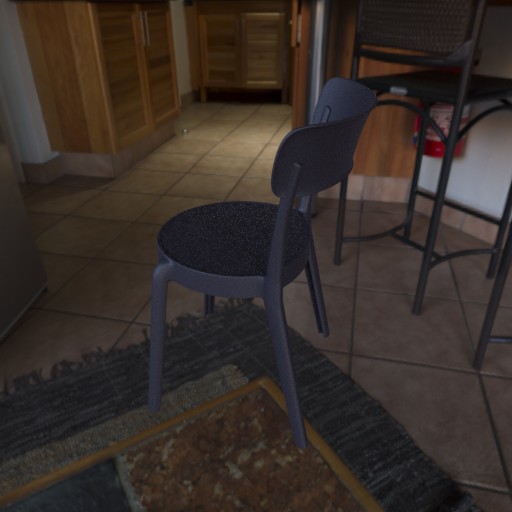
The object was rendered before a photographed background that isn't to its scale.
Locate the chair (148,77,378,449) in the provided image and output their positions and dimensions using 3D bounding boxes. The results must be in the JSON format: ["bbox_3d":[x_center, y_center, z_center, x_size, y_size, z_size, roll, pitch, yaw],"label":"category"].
[{"bbox_3d":[0.000,0.000,1.119,0.491,0.790,0.506,8,32,13],"label":"chair"}]
